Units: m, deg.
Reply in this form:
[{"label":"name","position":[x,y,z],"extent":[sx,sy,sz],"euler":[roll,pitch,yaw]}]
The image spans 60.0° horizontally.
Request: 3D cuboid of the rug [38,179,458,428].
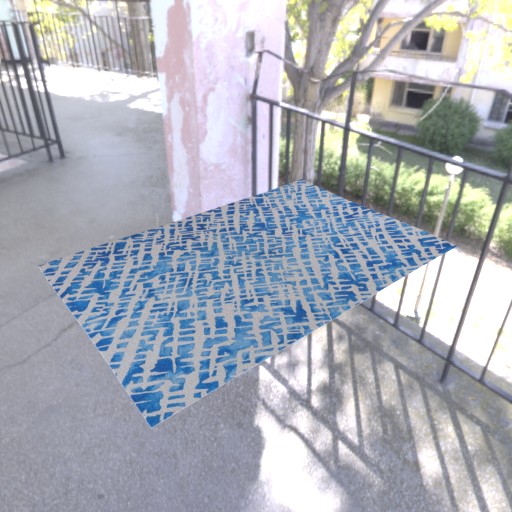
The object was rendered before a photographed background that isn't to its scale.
[{"label":"rug","position":[0.000,0.000,2.309],"extent":[1.830,0.011,1.209],"euler":[-23,39,-32]}]
